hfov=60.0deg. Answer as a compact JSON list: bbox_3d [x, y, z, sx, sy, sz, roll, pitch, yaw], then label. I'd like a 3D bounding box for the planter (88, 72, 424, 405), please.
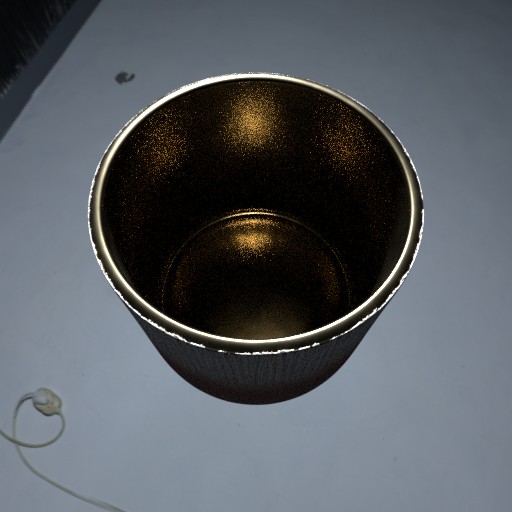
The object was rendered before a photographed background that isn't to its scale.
[{"bbox_3d":[0.000,0.000,0.302,0.178,0.157,0.178,0,64,0],"label":"planter"}]
